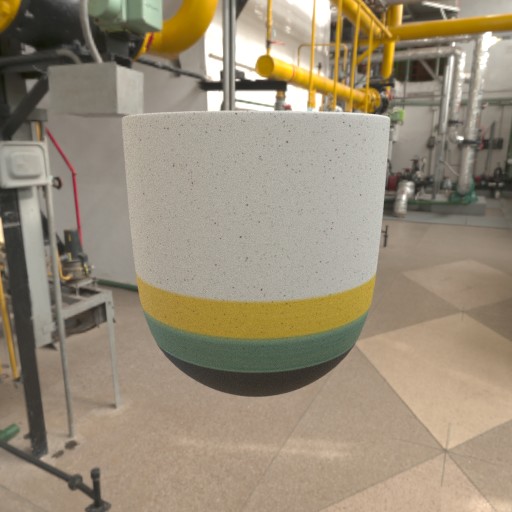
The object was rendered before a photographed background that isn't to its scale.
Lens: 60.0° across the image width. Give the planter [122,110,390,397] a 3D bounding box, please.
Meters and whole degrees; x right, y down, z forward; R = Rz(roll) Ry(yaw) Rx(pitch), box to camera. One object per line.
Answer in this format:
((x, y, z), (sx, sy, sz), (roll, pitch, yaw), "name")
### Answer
((0.000, 0.000, 0.361), (0.195, 0.214, 0.195), (0, 15, 0), "planter")
